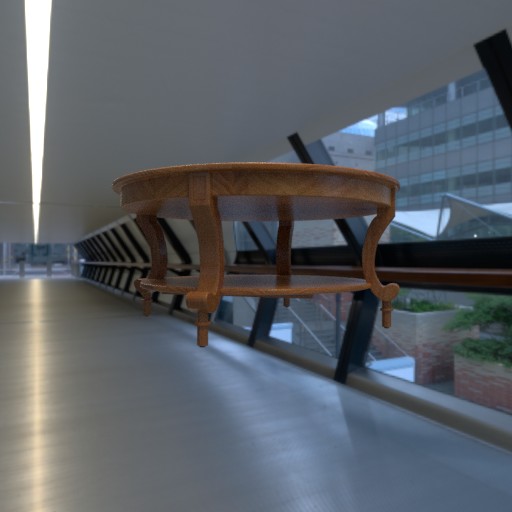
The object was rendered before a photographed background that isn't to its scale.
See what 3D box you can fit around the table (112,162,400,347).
[{"bbox_3d":[0.000,0.000,1.656,1.029,0.490,1.029,0,0,0],"label":"table"}]
